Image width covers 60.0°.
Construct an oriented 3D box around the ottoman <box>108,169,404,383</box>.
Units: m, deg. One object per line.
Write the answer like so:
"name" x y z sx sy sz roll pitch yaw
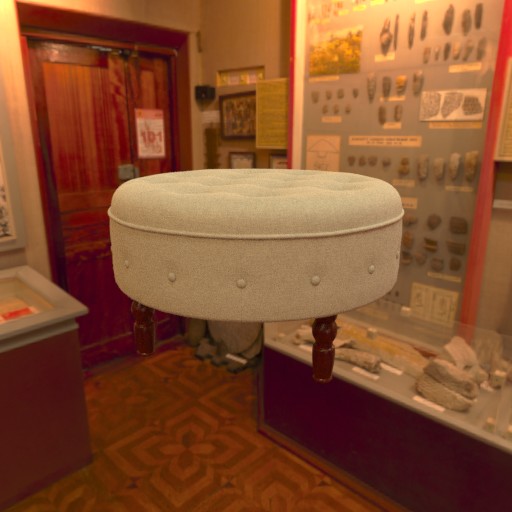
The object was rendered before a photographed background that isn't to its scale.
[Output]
"ottoman" 0.000 0.000 1.377 0.849 0.478 0.849 0 16 0
